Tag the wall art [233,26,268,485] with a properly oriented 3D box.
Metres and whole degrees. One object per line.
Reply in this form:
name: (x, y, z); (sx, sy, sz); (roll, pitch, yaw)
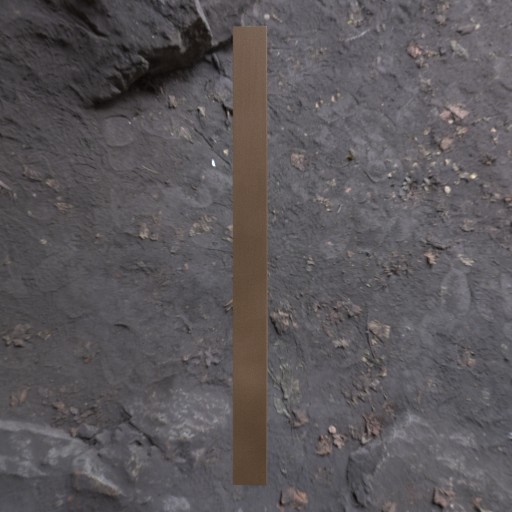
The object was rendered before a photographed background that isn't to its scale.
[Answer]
wall art: (0.000, 0.000, 0.751); (0.038, 0.511, 0.513); (0, 90, 2)
